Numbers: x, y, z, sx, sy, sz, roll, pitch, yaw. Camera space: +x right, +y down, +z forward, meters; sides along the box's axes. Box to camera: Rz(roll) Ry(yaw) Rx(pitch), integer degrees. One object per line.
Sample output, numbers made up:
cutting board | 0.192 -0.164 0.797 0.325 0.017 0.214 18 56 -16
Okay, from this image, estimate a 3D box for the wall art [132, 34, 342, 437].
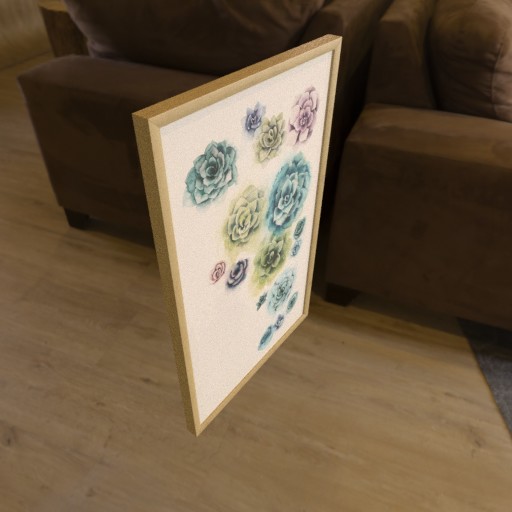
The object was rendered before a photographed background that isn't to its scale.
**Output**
wall art | 0.000 0.000 0.988 0.039 0.810 0.510 26 46 28
